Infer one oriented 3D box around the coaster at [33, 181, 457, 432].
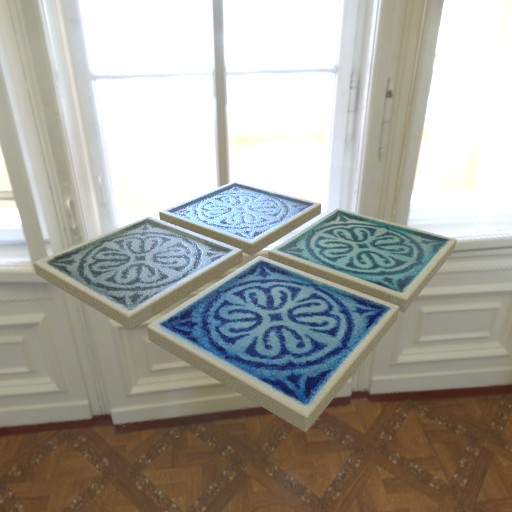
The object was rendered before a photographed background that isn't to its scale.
[{"bbox_3d":[0.000,0.000,0.321,0.219,0.010,0.214,20,34,32],"label":"coaster"}]
